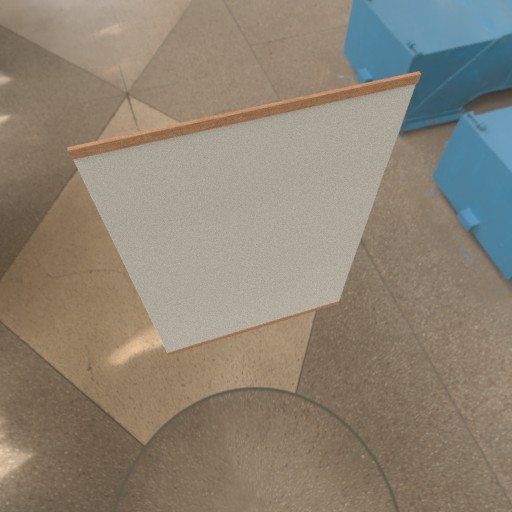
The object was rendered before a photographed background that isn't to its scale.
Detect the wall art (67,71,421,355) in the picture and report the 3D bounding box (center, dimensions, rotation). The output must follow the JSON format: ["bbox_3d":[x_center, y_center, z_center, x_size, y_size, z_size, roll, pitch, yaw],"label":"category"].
[{"bbox_3d":[0.000,0.000,1.865,1.019,1.527,0.019,-15,59,-9],"label":"wall art"}]
